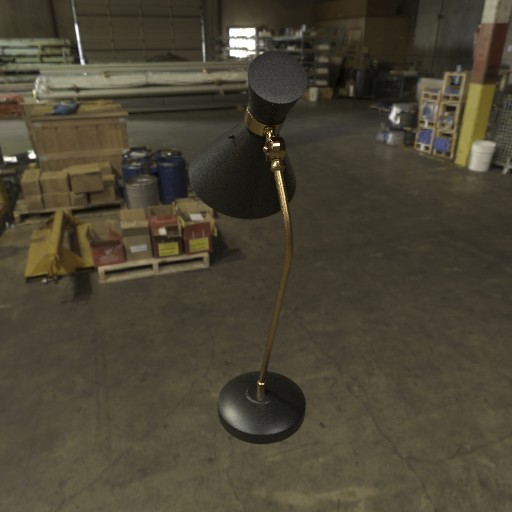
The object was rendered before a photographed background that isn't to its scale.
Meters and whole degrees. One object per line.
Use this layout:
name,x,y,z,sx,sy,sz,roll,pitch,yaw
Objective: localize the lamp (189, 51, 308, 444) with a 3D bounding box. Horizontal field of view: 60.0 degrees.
lamp,0.000,0.000,0.769,0.189,0.647,0.292,-8,27,-17
